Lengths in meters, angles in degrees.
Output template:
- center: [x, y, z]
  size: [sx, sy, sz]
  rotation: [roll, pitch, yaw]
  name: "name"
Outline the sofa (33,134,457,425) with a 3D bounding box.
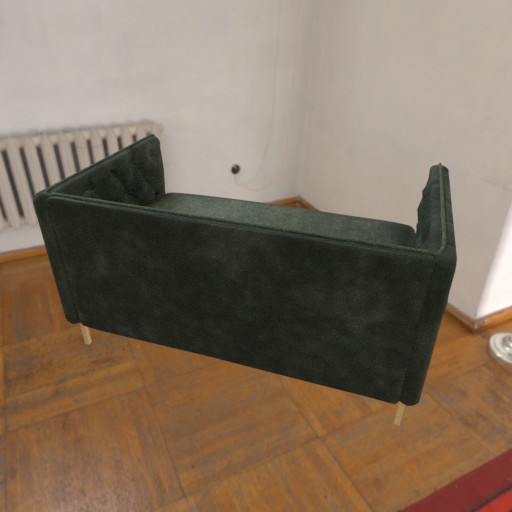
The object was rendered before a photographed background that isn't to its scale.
- center: [0.000, 0.000, 2.008]
  size: [1.537, 0.768, 0.895]
  rotation: [10, 32, 16]
  name: "sofa"
